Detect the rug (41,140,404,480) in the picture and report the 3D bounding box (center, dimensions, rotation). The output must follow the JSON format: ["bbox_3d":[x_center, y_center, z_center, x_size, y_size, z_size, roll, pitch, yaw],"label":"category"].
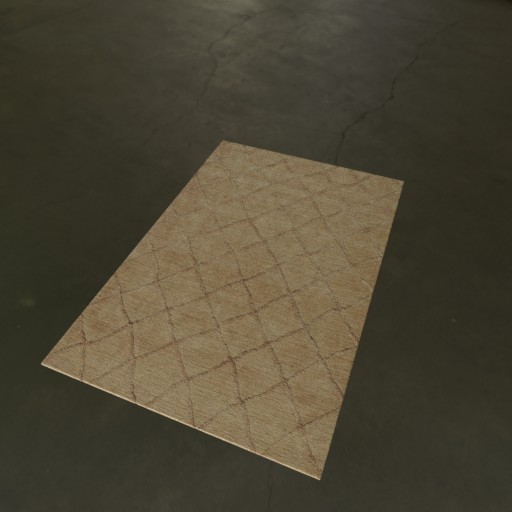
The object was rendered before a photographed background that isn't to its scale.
[{"bbox_3d":[0.000,0.000,2.871,1.528,0.014,2.292,16,49,15],"label":"rug"}]
